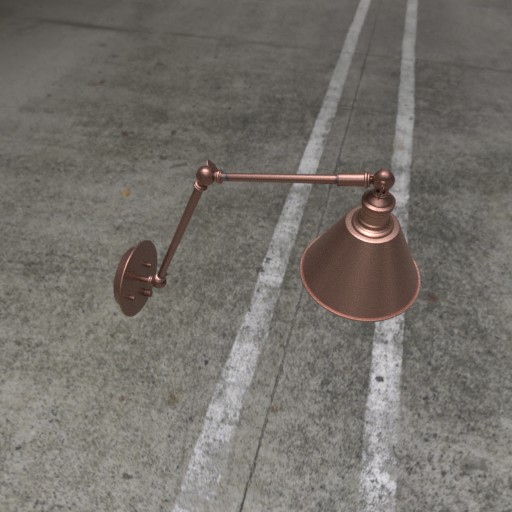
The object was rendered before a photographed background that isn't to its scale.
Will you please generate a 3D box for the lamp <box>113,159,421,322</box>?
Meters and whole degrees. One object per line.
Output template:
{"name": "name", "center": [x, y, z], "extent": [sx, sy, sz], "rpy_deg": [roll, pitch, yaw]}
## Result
{"name": "lamp", "center": [0.000, 0.000, 0.878], "extent": [0.624, 0.502, 0.223], "rpy_deg": [11, 49, 10]}
